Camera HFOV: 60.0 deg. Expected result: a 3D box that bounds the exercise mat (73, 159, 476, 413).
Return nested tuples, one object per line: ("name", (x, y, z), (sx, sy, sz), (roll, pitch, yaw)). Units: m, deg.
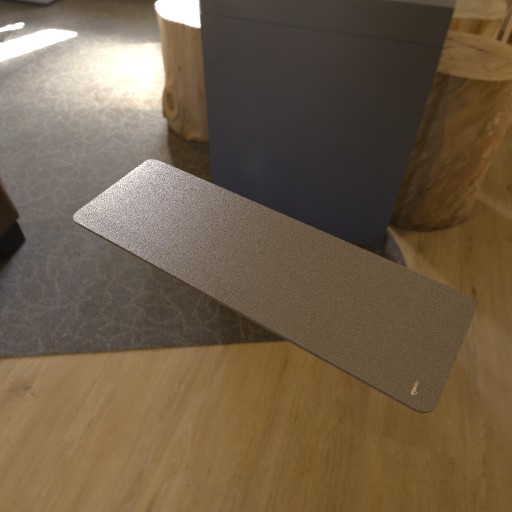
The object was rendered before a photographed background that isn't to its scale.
("exercise mat", (0.000, 0.000, 2.071), (1.884, 0.021, 0.616), (26, 53, 22))
